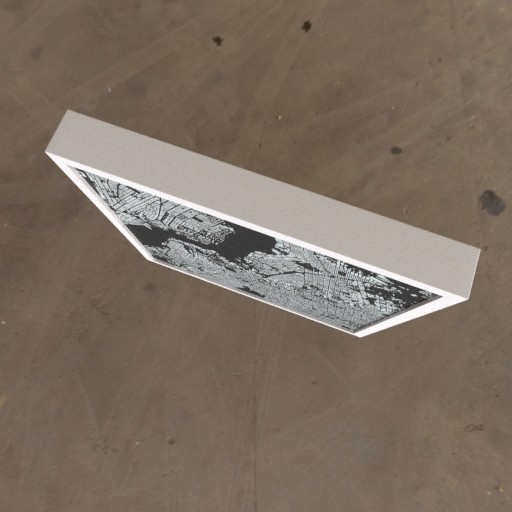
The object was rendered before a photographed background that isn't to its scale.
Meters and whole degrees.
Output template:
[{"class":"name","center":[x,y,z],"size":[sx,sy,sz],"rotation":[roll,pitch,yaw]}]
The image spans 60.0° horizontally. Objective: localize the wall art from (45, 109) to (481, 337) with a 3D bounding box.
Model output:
[{"class":"wall art","center":[0.000,0.000,0.451],"size":[0.305,0.305,0.037],"rotation":[20,76,5]}]
